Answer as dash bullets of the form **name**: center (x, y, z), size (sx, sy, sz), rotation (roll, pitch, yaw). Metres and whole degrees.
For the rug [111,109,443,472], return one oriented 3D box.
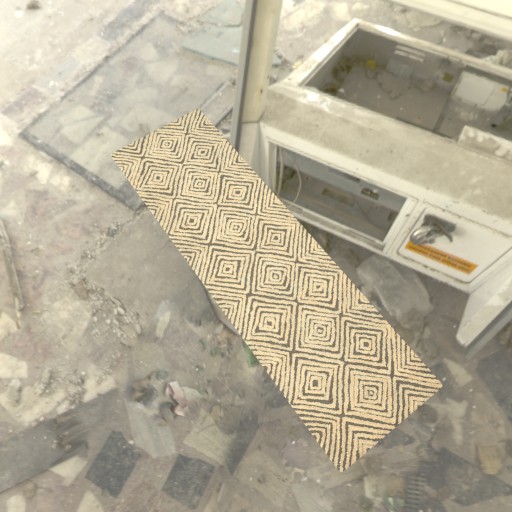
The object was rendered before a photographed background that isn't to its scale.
- **rug**: center (0.000, 0.000, 2.540), size (0.676, 0.008, 2.277), rotation (-33, 69, -15)
